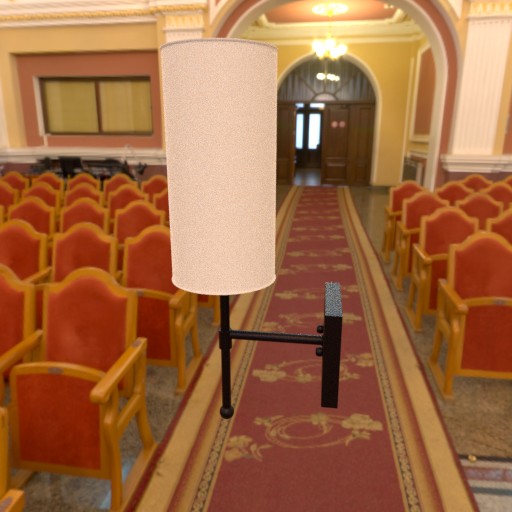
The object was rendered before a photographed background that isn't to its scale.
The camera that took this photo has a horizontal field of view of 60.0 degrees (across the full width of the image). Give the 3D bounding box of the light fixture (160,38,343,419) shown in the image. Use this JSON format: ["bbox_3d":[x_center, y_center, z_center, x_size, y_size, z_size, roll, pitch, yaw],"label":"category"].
[{"bbox_3d":[0.000,0.000,0.538,0.208,0.462,0.128,2,16,8],"label":"light fixture"}]
